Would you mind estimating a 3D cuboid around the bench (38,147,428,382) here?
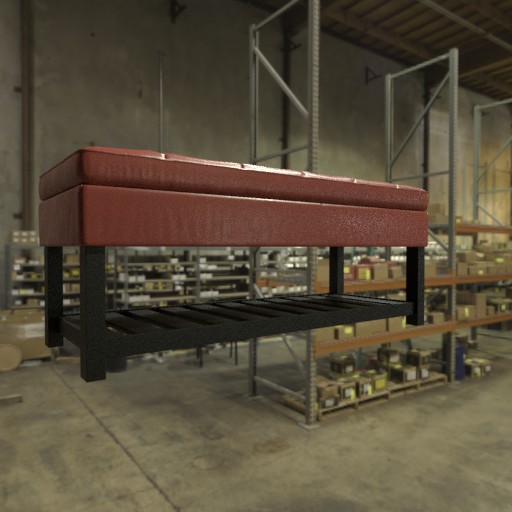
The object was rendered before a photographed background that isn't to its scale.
[{"bbox_3d":[0.000,0.000,1.307,1.105,0.460,0.432,-1,1,-36],"label":"bench"}]
